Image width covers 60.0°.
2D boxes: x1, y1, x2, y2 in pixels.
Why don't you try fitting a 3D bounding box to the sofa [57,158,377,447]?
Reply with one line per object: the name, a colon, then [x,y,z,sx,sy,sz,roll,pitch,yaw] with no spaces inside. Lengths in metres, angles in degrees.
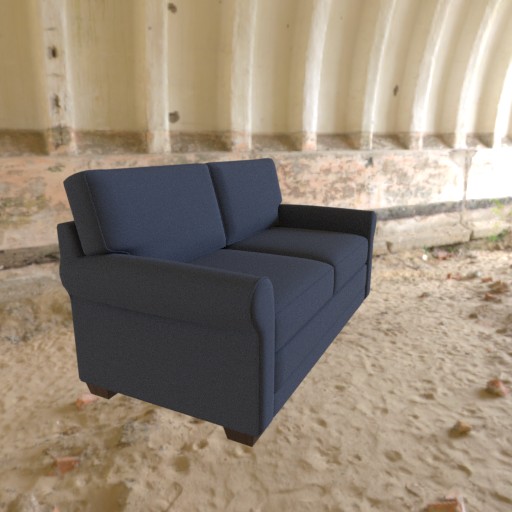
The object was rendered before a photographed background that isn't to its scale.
sofa: [0.000,0.000,2.488,0.940,1.020,1.930,7,16,26]
